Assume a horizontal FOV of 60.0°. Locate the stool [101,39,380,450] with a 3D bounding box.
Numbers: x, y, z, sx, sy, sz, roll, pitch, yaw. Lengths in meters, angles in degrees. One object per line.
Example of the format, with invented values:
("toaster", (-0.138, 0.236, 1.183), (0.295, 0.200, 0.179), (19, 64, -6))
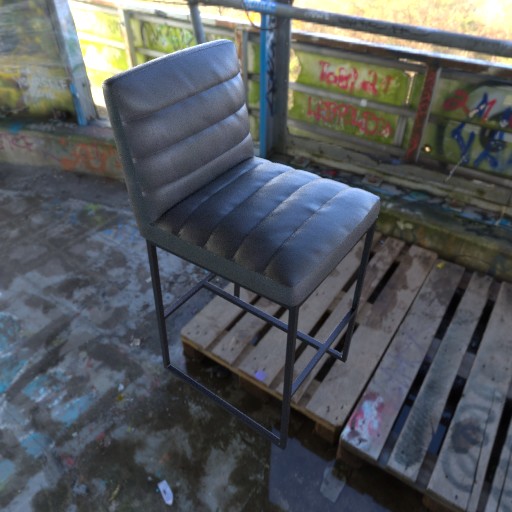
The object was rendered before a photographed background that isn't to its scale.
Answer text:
("stool", (0.000, 0.000, 1.331), (0.562, 1.065, 0.463), (25, 46, 27))
